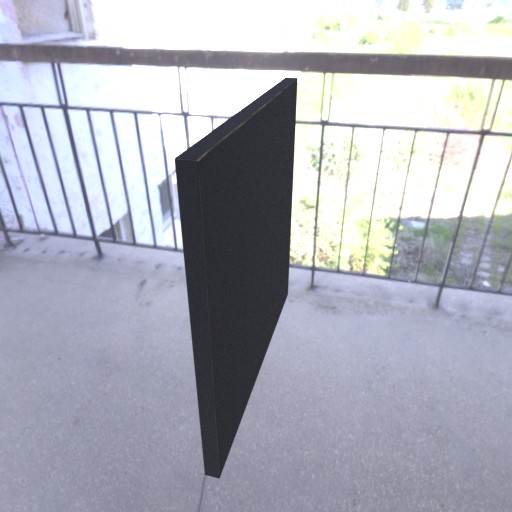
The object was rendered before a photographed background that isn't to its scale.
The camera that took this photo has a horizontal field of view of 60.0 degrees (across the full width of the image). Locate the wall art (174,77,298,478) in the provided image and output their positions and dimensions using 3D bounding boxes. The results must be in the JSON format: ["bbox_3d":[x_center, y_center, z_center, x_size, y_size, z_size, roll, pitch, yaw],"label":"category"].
[{"bbox_3d":[0.000,0.000,0.460,0.015,0.303,0.304,8,32,13],"label":"wall art"}]
